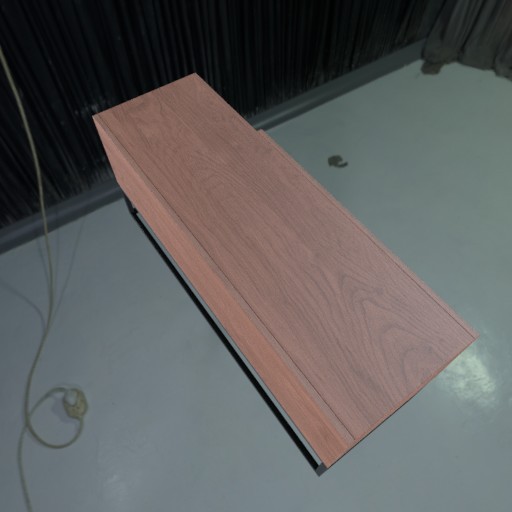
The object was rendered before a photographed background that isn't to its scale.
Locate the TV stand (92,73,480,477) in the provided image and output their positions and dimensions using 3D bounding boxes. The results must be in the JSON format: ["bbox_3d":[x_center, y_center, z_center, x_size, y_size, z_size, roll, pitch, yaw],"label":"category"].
[{"bbox_3d":[0.000,0.000,1.414,0.415,0.500,1.200,-31,62,-18],"label":"TV stand"}]
